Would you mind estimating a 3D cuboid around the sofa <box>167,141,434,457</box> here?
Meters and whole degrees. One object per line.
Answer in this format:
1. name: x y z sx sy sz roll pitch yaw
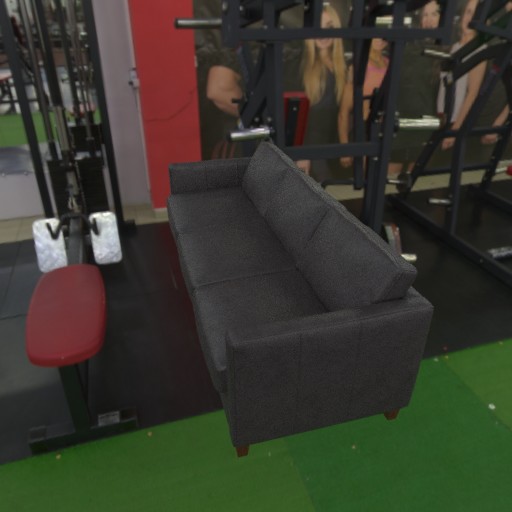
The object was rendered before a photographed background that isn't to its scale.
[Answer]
1. sofa: 0.000 0.000 3.085 1.045 1.006 2.464 -8 31 -14
